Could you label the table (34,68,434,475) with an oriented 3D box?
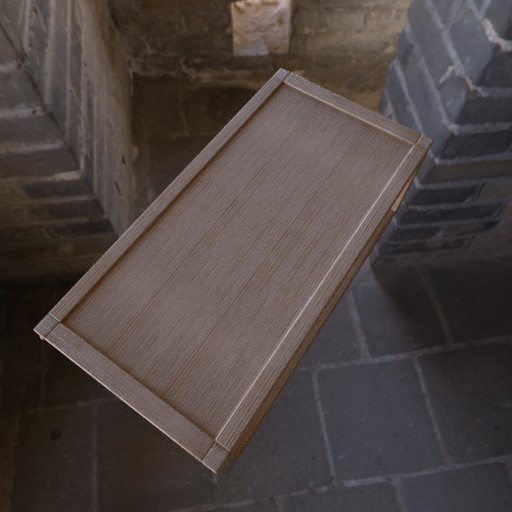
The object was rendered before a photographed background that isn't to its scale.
[{"bbox_3d":[0.000,0.000,1.638,0.660,0.457,1.321,31,67,15],"label":"table"}]
